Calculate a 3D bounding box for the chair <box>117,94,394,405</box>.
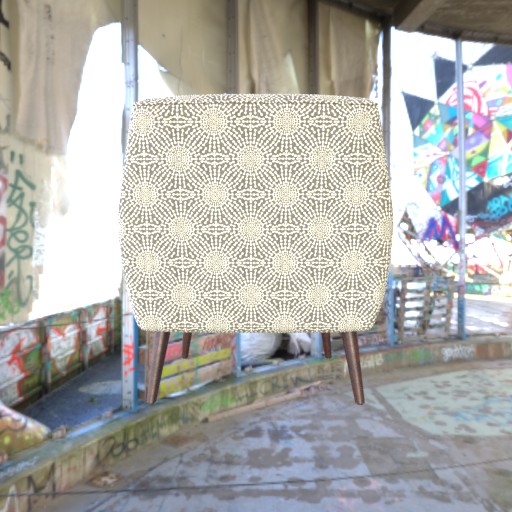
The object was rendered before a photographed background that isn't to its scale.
[{"bbox_3d":[0.000,0.000,1.486,0.762,0.838,0.787,0,0,0],"label":"chair"}]
